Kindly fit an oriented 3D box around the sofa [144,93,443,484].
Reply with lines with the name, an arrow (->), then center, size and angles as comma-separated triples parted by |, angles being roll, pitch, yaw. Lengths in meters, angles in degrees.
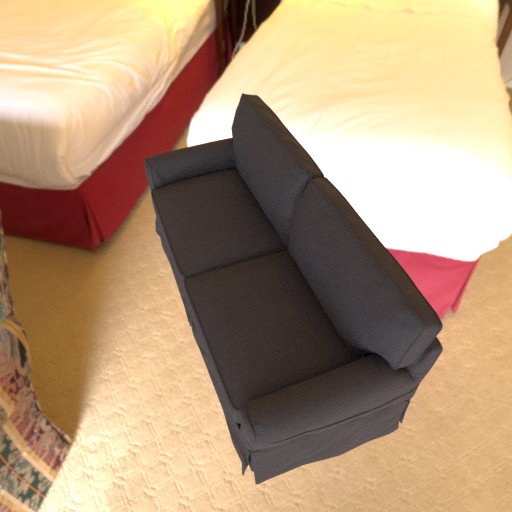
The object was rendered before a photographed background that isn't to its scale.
sofa -> 0.000, 0.000, 2.784 | 0.983, 1.094, 2.256 | -17, 50, -15
